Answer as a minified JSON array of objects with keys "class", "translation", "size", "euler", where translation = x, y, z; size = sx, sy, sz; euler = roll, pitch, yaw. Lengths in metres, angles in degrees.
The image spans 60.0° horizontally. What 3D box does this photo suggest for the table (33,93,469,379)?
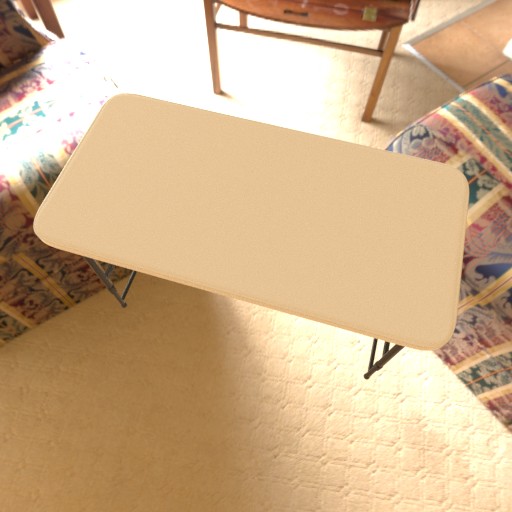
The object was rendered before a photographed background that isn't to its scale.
[{"class":"table","translation":[0.000,0.000,1.653],"size":[1.219,0.737,0.610],"euler":[15,64,7]}]
